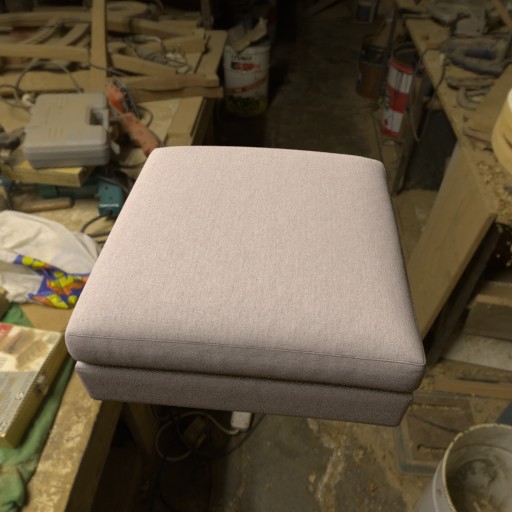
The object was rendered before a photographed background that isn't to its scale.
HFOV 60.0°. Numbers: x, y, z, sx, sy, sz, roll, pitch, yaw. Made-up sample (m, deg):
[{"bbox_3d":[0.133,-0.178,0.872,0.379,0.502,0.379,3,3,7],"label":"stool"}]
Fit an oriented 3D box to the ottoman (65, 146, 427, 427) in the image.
[{"bbox_3d":[0.000,0.000,1.649,1.041,0.470,1.041,4,45,4],"label":"ottoman"}]
